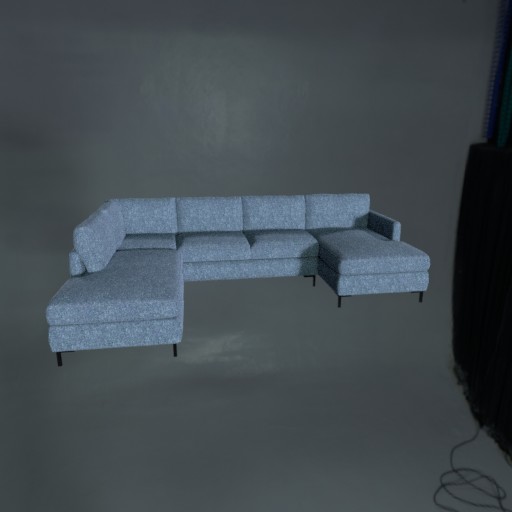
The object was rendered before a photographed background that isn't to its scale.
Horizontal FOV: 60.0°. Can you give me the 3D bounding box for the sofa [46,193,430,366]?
[{"bbox_3d":[0.000,0.000,3.595,2.737,0.756,1.879,-2,16,-9],"label":"sofa"}]
